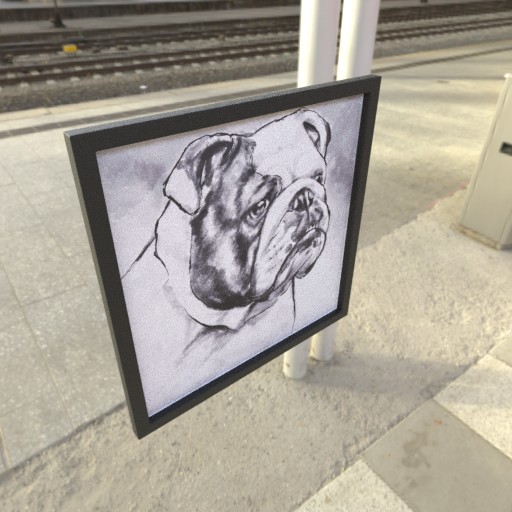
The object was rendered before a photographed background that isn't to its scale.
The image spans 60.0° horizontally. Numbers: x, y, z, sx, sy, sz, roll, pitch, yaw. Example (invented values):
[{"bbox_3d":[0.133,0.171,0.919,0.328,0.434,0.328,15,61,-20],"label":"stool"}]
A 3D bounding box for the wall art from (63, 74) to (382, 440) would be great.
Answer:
[{"bbox_3d":[0.000,0.000,0.656,0.456,0.453,0.022,-23,39,-32],"label":"wall art"}]
